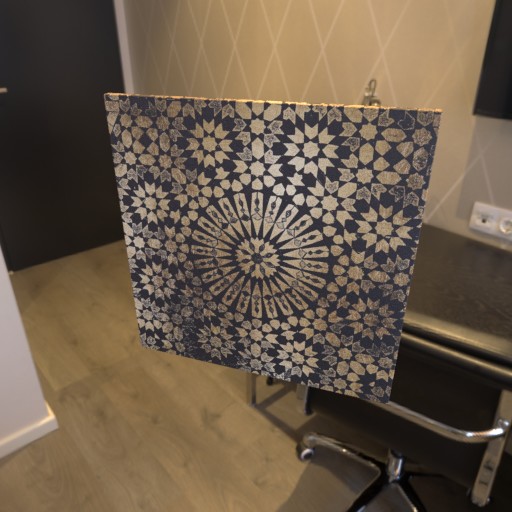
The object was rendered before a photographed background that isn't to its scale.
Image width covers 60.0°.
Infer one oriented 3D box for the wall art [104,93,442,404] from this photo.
[{"bbox_3d":[0.000,0.000,1.368,0.914,0.914,0.038,9,29,16],"label":"wall art"}]
